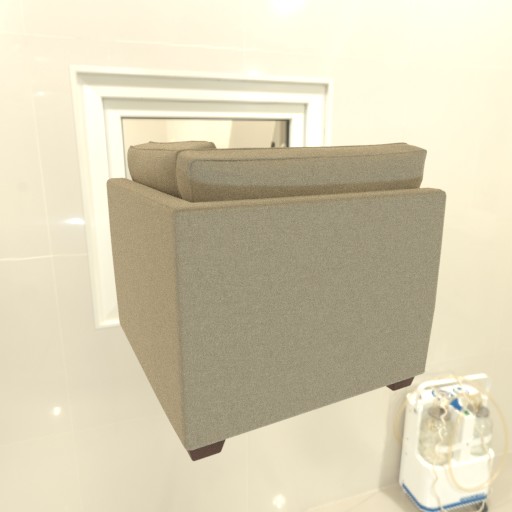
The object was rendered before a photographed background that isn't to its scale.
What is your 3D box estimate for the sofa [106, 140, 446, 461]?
[{"bbox_3d":[0.000,0.000,1.988,1.084,1.002,1.146,-7,16,-26],"label":"sofa"}]
